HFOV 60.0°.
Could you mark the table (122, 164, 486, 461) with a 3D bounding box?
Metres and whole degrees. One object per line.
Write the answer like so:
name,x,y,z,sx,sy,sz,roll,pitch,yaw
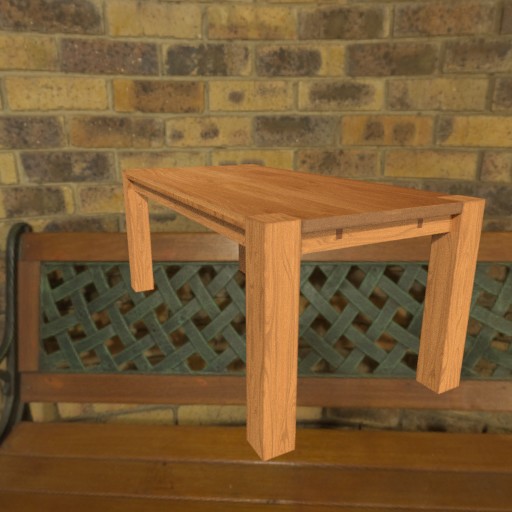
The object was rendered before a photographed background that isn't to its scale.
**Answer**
table,0.000,0.000,2.245,0.900,0.760,1.800,-8,18,-27
